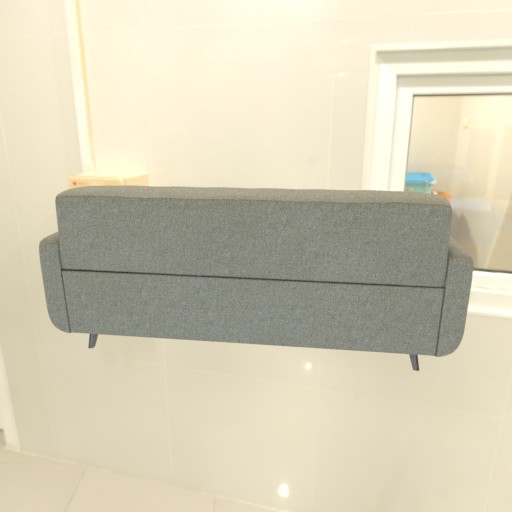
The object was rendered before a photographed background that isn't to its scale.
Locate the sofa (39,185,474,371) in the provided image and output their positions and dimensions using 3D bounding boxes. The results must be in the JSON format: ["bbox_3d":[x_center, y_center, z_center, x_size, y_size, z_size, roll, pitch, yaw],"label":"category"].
[{"bbox_3d":[0.000,0.000,2.554,2.055,0.873,0.968,2,17,7],"label":"sofa"}]
